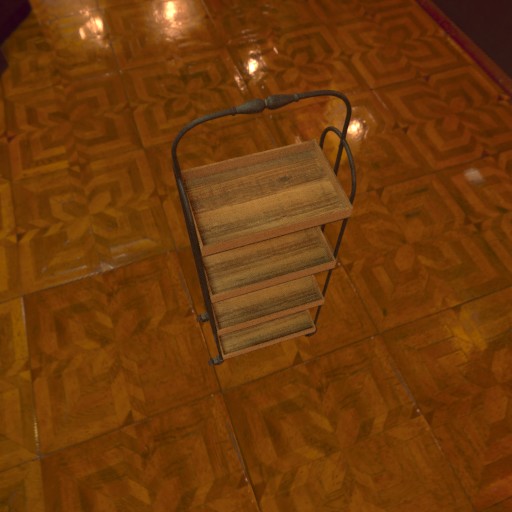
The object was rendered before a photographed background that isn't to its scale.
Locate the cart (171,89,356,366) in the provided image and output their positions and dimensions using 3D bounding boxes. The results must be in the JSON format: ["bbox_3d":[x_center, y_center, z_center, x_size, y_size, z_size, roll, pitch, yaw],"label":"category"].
[{"bbox_3d":[0.000,0.000,1.720,0.581,1.481,0.308,-15,60,-9],"label":"cart"}]
